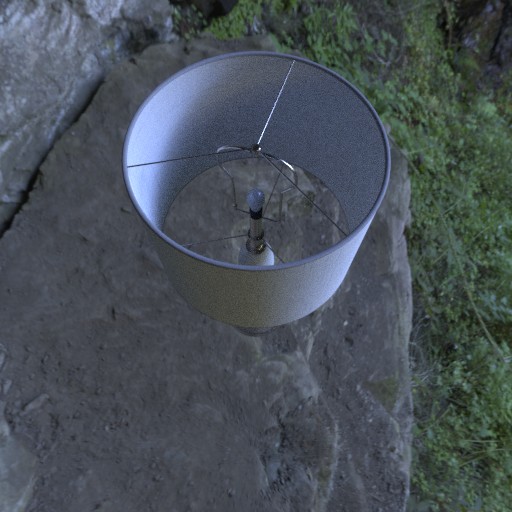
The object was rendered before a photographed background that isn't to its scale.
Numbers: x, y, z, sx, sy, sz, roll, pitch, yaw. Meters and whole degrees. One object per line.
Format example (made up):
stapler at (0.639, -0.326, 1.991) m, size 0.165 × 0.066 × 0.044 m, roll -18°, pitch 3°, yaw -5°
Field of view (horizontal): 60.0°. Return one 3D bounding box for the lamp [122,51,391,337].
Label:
lamp at (0.000, 0.000, 0.719) m, size 0.282 × 0.559 × 0.280 m, roll 18°, pitch 67°, yaw 8°
